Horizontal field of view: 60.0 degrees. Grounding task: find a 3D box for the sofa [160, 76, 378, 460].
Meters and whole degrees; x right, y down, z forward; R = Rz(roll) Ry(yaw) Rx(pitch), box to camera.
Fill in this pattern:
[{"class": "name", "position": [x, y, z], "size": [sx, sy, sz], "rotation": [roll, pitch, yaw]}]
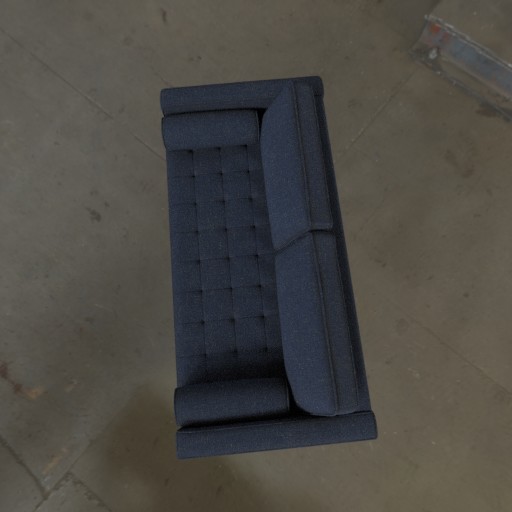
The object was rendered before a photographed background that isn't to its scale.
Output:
[{"class": "sofa", "position": [0.000, 0.000, 2.352], "size": [0.914, 0.762, 1.880], "rotation": [-5, 75, -1]}]
